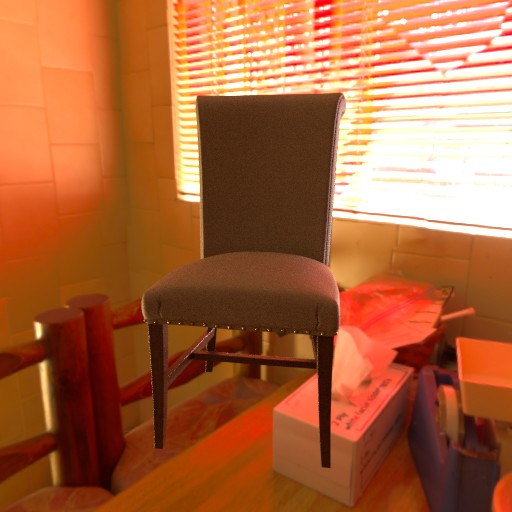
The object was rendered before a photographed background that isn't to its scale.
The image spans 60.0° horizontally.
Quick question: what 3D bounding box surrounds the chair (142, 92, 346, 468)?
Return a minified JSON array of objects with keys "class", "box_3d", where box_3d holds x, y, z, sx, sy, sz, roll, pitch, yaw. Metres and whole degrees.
[{"class":"chair","box_3d":[0.000,0.000,1.348,0.513,0.988,0.608,2,14,9]}]
